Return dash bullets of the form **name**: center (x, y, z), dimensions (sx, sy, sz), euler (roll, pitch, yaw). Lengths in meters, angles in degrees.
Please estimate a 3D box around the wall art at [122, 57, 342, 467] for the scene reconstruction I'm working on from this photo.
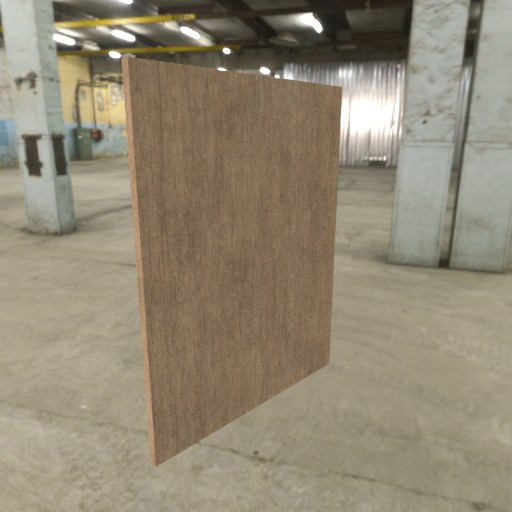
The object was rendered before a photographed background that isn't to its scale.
- **wall art**: center (0.000, 0.000, 0.903), dimensions (0.018, 0.686, 0.534), euler (14, 21, 43)
